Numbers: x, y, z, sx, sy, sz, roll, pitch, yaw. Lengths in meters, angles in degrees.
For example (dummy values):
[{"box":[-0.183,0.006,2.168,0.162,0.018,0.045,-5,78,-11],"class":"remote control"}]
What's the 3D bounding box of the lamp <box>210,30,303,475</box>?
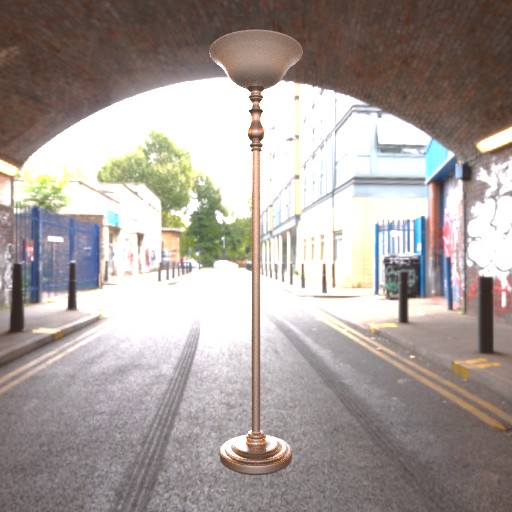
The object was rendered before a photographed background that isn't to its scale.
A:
[{"box":[0.000,0.000,1.933,0.405,1.771,0.405,0,-1,35],"class":"lamp"}]
